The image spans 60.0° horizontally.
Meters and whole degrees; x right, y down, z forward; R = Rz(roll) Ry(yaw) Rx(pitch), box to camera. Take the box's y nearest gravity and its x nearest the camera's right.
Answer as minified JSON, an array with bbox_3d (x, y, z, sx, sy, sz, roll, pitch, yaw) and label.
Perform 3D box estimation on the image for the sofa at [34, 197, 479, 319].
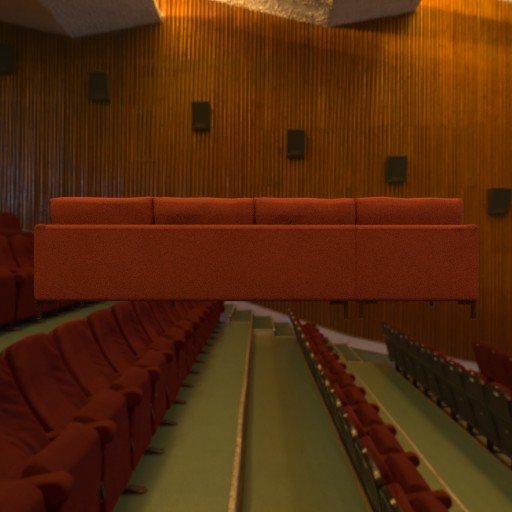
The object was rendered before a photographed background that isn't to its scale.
[{"bbox_3d":[0.000,0.000,3.587,2.736,0.757,1.879,0,0,0],"label":"sofa"}]
